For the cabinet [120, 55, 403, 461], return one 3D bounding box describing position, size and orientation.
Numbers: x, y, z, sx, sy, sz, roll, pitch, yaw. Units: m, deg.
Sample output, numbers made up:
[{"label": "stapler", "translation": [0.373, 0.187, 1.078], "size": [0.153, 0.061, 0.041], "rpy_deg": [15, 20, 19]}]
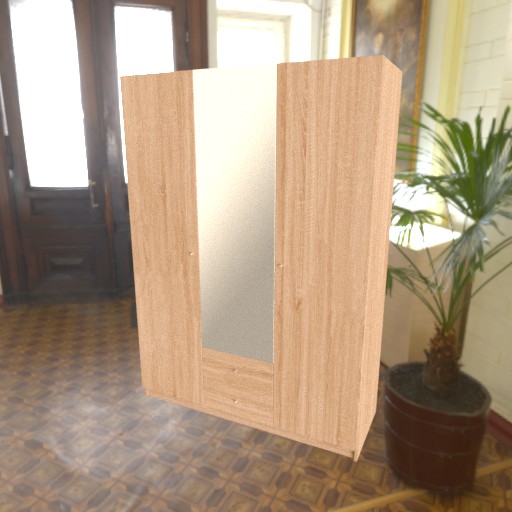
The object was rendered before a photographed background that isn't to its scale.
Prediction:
[{"label": "cabinet", "translation": [0.000, 0.000, 2.760], "size": [1.500, 2.120, 0.590], "rpy_deg": [7, 16, 25]}]
